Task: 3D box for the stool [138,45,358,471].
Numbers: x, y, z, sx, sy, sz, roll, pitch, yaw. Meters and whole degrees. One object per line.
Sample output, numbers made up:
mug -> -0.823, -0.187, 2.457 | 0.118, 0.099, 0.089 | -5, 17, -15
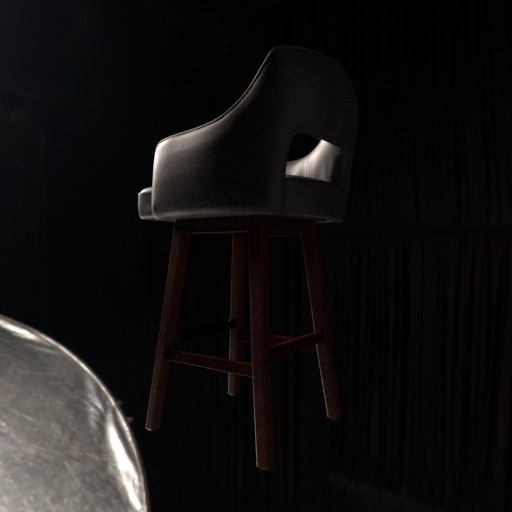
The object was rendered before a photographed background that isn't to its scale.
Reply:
stool -> 0.000, 0.000, 1.346 | 0.560, 1.041, 0.550 | 1, 1, 35
